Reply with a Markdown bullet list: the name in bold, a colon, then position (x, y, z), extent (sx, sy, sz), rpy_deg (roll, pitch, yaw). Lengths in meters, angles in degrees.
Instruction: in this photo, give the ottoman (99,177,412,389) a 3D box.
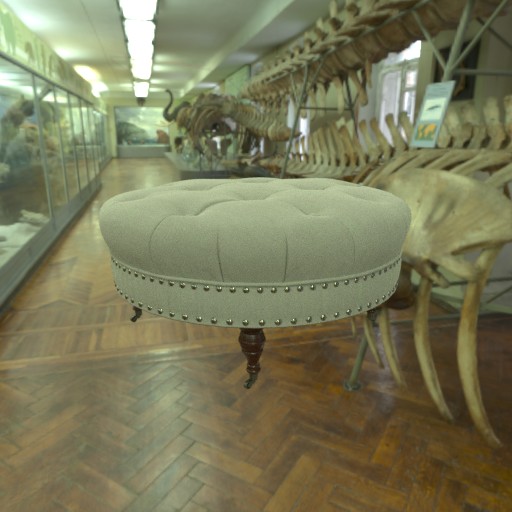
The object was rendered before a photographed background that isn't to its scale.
- **ottoman**: position (0.000, 0.000, 1.369), extent (0.901, 0.439, 0.901), rpy_deg (0, 16, 0)
